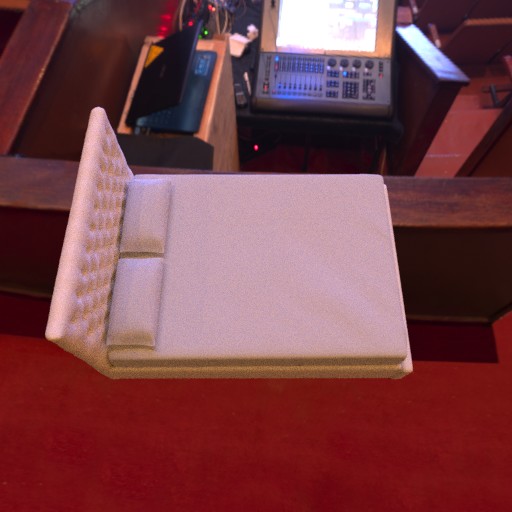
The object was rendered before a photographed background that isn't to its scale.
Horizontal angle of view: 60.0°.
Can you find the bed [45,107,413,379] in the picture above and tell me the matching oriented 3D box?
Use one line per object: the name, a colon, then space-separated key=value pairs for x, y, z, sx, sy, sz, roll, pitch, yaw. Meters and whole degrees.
bed: x=0.000 y=0.000 z=3.438 sx=2.387 sy=1.427 sz=1.698 roll=0 pitch=65 yaw=0
